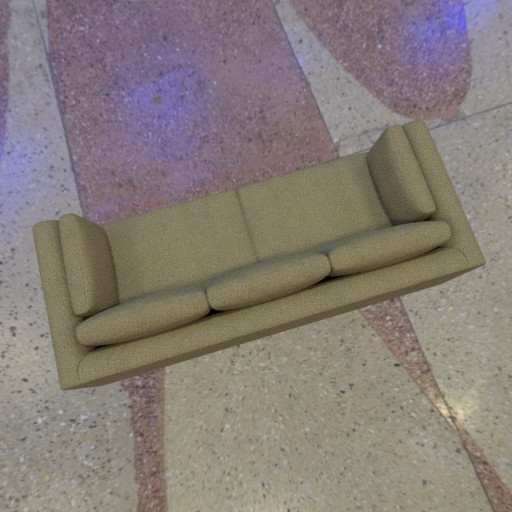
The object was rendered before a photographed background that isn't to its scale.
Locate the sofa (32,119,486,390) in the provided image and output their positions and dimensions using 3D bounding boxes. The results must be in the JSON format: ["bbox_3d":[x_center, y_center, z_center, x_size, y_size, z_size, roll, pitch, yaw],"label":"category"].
[{"bbox_3d":[0.000,0.000,2.810,2.415,0.867,0.969,-16,76,-4],"label":"sofa"}]
